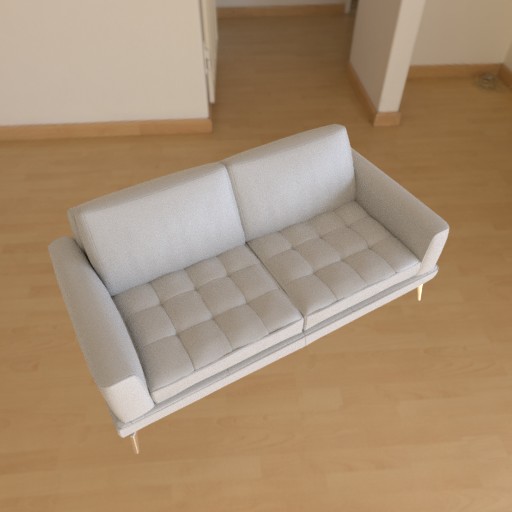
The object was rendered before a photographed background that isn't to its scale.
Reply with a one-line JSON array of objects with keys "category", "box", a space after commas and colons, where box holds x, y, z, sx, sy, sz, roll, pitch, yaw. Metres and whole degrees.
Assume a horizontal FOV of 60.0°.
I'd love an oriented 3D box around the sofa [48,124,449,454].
[{"category": "sofa", "box": [0.000, 0.000, 2.687, 2.177, 0.930, 1.121, -22, 51, -20]}]
